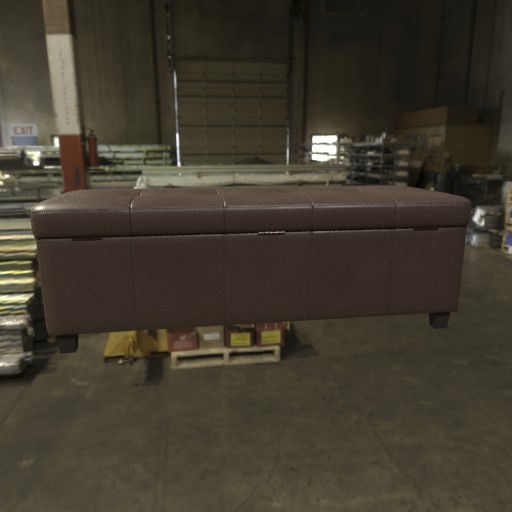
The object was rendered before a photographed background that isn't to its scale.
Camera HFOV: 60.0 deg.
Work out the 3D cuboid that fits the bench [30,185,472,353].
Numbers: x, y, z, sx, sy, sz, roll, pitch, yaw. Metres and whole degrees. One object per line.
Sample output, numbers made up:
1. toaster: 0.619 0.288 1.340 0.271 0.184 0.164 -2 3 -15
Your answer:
1. bench: 0.000 0.000 1.433 1.219 0.417 0.450 -2 14 -9
